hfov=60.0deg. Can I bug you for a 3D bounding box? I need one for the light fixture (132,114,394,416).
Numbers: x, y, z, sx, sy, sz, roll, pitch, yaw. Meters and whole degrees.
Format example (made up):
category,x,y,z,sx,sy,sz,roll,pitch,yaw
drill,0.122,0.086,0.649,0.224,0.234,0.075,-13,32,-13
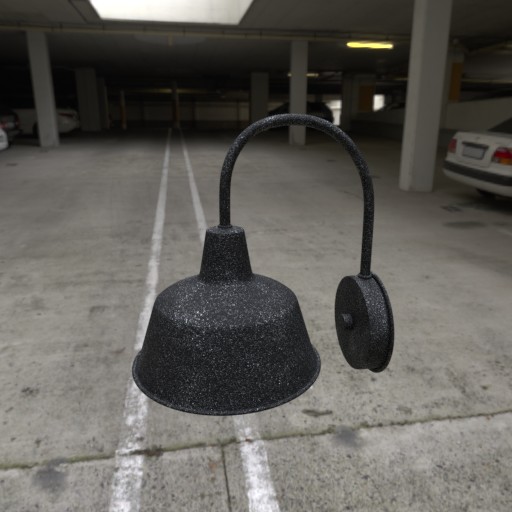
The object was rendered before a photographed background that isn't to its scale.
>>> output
category,x,y,z,sx,sy,sz,roll,pitch,yaw
light fixture,0.000,0.000,0.490,0.283,0.300,0.216,-3,16,-10
